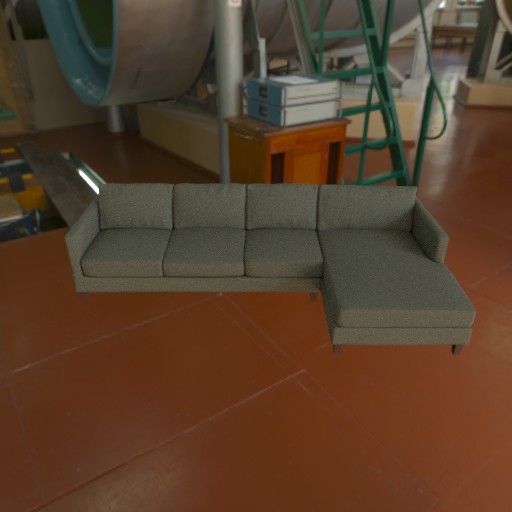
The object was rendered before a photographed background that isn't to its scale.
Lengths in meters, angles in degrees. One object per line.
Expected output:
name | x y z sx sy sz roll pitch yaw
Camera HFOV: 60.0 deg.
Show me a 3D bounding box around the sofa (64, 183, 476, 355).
sofa | 0.000 0.000 3.849 3.186 0.861 1.625 0 30 0
